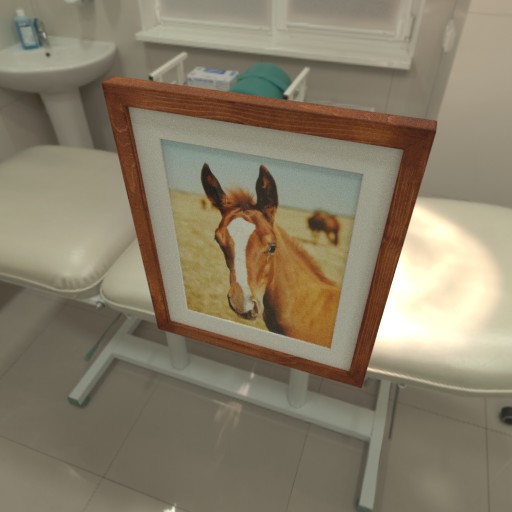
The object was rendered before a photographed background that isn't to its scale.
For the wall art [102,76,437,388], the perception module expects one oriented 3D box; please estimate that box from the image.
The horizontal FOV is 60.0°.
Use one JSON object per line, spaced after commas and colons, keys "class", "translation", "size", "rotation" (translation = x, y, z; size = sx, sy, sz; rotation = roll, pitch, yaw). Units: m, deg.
{"class": "wall art", "translation": [0.000, 0.000, 0.776], "size": [0.462, 0.558, 0.030], "rotation": [13, 44, 14]}
